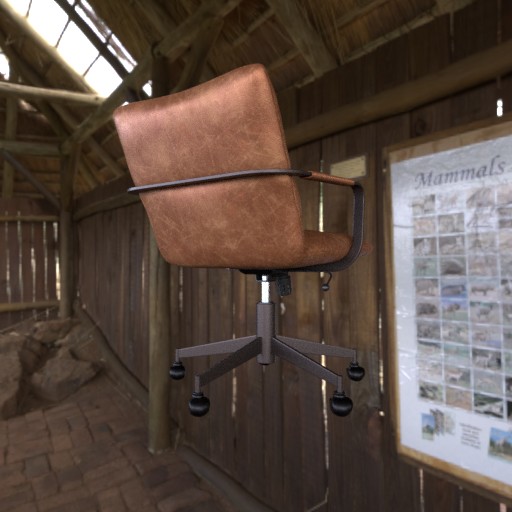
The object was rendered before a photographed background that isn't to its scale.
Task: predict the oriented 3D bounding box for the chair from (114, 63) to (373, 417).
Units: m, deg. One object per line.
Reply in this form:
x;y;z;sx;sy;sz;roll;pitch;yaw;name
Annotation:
0.000;0.000;1.491;0.727;0.922;0.754;0;-1;36;chair
